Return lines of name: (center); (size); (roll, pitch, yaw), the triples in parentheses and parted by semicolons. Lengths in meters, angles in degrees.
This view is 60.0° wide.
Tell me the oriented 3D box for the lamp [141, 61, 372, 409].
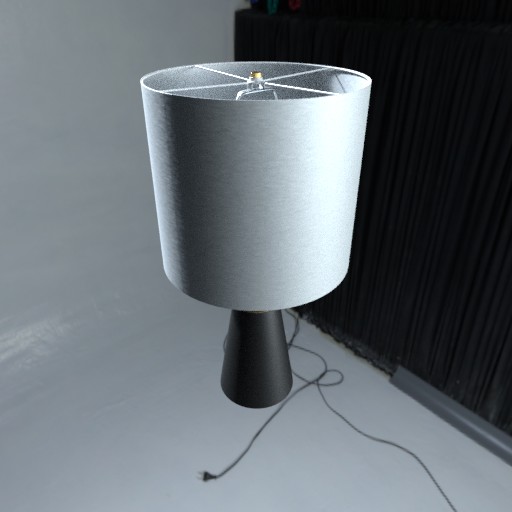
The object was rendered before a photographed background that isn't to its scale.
lamp: (0.000, 0.000, 0.750); (0.308, 0.580, 0.308); (-23, 38, -33)
